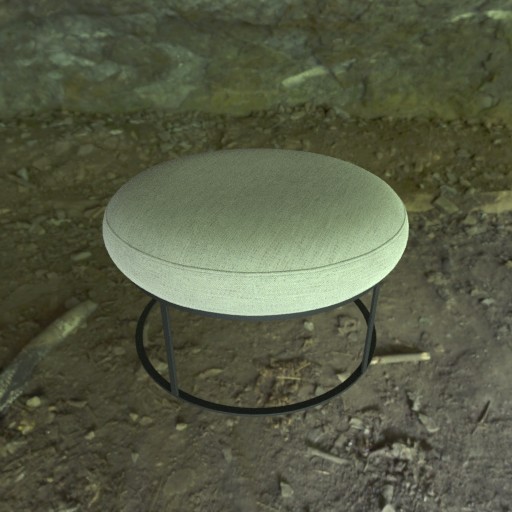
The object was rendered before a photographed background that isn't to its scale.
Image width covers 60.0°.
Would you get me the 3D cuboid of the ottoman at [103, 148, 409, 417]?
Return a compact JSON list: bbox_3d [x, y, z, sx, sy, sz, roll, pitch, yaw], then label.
[{"bbox_3d":[0.000,0.000,1.226,0.769,0.459,0.769,0,30,0],"label":"ottoman"}]
